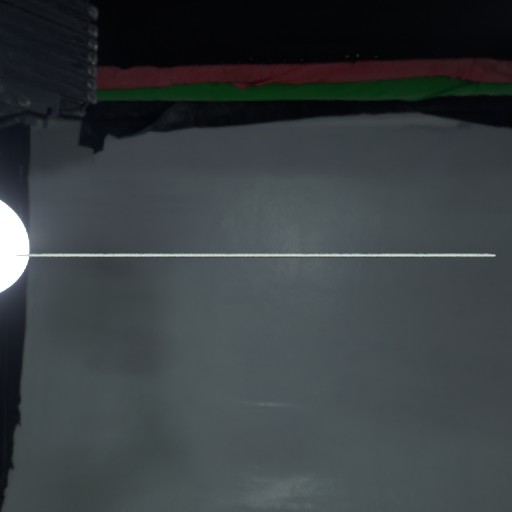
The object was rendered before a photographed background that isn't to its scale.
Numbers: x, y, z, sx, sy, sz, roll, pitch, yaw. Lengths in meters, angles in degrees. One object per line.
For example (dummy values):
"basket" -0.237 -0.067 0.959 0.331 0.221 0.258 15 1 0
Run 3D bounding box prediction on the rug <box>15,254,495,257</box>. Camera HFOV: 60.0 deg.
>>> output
"rug" 0.000 0.000 1.421 1.220 0.007 0.605 0 0 0
